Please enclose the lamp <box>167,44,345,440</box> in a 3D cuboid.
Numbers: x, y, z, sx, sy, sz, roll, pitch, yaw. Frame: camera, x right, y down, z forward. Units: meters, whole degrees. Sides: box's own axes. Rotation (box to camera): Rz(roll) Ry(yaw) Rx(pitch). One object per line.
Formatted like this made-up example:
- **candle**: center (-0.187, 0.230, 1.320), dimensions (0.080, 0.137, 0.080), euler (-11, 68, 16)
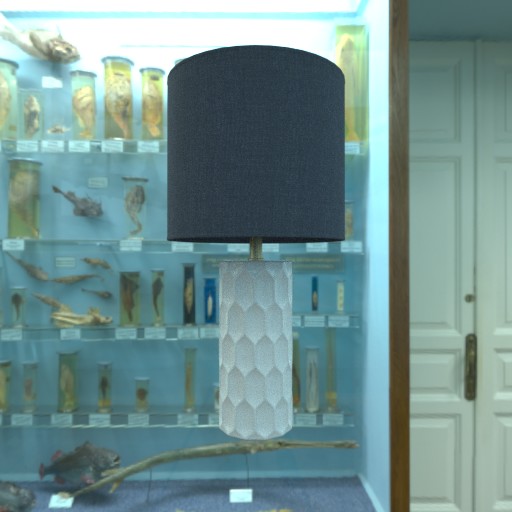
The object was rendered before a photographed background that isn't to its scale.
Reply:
- **lamp**: center (0.000, 0.000, 0.700), dimensions (0.277, 0.537, 0.277), euler (0, 0, 1)
